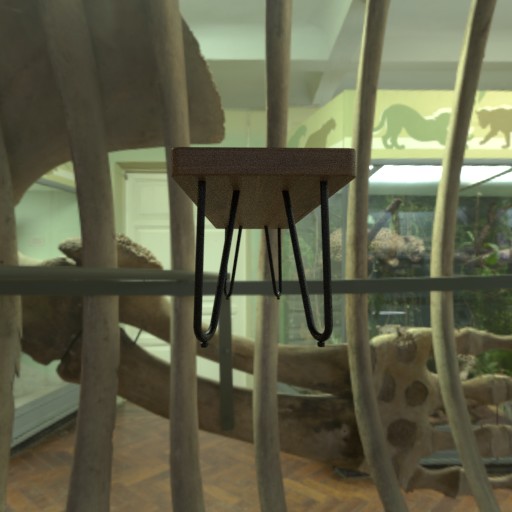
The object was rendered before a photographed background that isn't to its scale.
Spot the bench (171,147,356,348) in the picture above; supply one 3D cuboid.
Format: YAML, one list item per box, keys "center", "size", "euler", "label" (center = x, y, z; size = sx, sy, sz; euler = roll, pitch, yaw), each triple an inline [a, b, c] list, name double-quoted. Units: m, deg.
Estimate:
- center: [0.000, 0.000, 1.773]
  size: [0.425, 0.462, 1.570]
  euler: [0, -1, -1]
  label: "bench"
